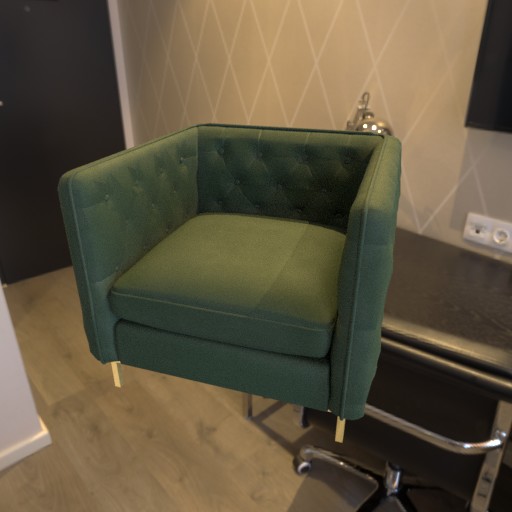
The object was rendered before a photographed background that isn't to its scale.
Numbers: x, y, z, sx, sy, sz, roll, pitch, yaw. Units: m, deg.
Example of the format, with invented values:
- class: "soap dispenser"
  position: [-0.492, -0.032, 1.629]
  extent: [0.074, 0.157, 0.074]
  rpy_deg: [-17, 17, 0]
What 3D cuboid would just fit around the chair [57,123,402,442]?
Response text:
- class: "chair"
  position: [0.000, 0.000, 1.569]
  extent: [0.917, 0.768, 0.855]
  rpy_deg: [8, 27, 16]
